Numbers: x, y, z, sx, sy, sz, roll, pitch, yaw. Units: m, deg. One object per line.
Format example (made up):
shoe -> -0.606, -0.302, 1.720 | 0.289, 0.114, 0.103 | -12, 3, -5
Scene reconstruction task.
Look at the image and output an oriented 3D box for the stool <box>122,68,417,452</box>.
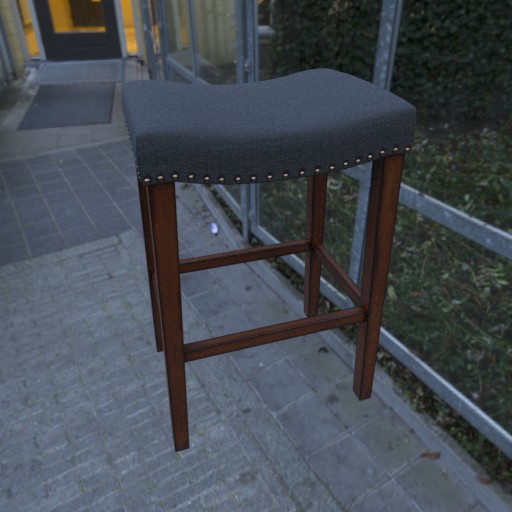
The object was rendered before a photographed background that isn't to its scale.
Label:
stool -> 0.000, 0.000, 1.017 | 0.502, 0.748, 0.366 | -10, 34, -15
